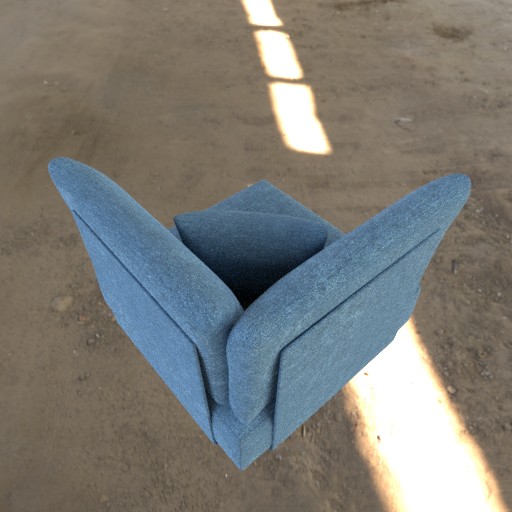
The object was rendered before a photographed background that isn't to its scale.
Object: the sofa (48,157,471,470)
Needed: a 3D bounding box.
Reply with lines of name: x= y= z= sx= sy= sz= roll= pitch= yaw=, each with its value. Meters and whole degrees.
sofa: x=0.000 y=0.000 z=1.706 sx=1.000 sy=0.820 sz=1.000 roll=-32 pitch=54 yaw=-27
